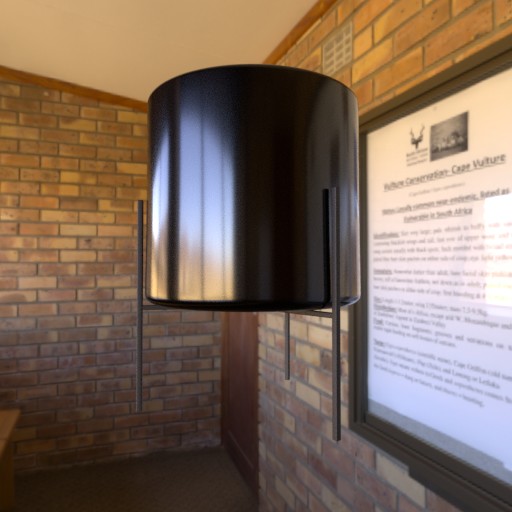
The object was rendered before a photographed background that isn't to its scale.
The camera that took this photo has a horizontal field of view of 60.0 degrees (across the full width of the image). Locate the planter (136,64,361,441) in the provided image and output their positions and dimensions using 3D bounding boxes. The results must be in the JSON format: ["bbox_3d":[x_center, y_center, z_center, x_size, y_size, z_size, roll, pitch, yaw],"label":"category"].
[{"bbox_3d":[0.000,0.000,0.644,0.310,0.432,0.310,-1,-2,37],"label":"planter"}]
